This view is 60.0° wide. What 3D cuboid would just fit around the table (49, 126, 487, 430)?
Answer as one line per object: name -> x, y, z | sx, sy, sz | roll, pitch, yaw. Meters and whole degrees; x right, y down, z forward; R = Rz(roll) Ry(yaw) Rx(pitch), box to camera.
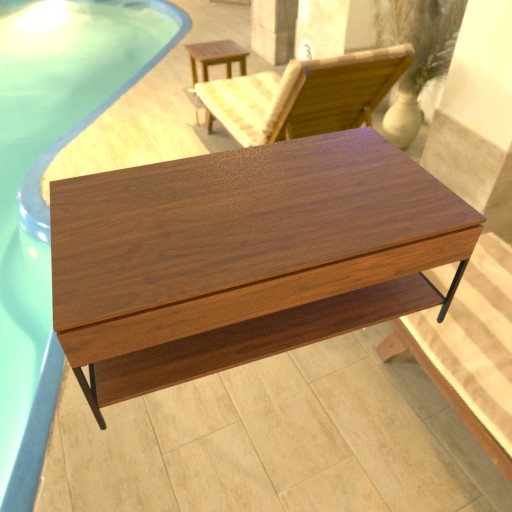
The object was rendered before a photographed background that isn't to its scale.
table -> 0.000, 0.000, 1.344 | 1.057, 0.414, 0.574 | -13, 43, -15
